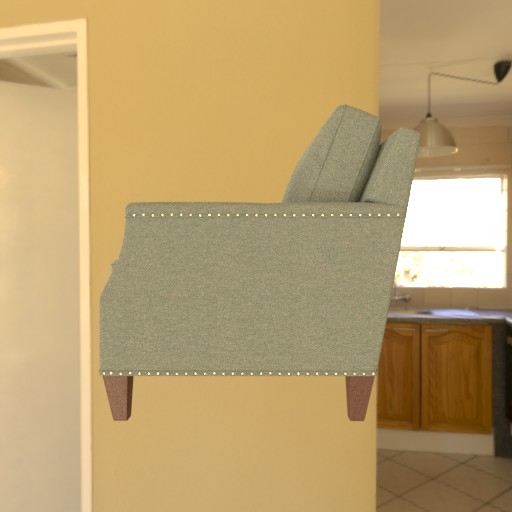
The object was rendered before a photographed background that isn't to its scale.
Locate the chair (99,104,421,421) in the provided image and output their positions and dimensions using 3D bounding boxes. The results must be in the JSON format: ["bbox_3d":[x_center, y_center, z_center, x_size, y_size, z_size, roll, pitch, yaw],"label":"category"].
[{"bbox_3d":[0.000,0.000,1.801,1.031,1.031,0.885,0,1,0],"label":"chair"}]
